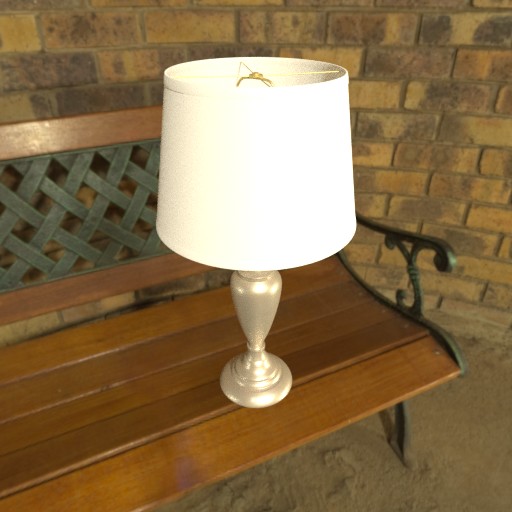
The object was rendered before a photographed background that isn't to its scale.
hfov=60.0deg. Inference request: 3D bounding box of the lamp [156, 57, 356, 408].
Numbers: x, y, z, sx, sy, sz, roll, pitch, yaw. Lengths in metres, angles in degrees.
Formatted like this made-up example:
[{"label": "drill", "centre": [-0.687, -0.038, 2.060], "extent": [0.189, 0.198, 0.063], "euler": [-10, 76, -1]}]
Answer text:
[{"label": "lamp", "centre": [0.000, 0.000, 0.780], "extent": [0.328, 0.612, 0.328], "euler": [0, 31, 0]}]
